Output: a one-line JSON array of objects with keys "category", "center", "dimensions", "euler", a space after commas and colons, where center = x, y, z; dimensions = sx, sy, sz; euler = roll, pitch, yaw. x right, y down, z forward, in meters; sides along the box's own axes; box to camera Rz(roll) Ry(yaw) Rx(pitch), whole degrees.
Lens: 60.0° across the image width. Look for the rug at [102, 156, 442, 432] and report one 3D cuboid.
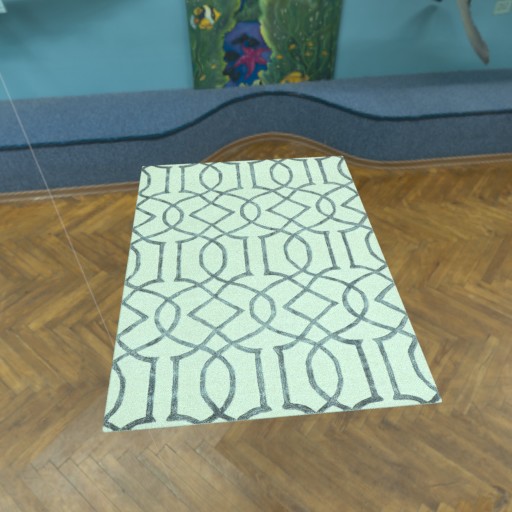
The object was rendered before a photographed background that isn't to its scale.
[{"category": "rug", "center": [0.000, 0.000, 3.864], "dimensions": [2.211, 0.021, 2.910], "euler": [-4, 46, -4]}]
